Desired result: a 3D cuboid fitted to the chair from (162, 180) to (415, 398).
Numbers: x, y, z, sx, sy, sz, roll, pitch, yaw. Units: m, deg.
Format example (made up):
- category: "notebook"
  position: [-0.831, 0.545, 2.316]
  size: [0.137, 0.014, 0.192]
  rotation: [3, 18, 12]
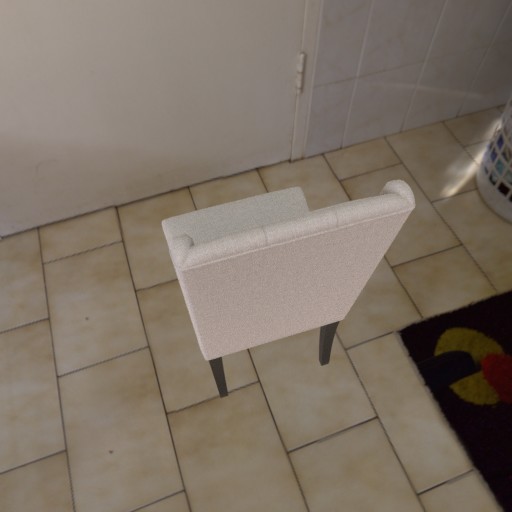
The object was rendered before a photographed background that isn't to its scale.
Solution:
- category: "chair"
  position: [0.000, 0.000, 1.262]
  size: [0.474, 0.961, 0.523]
  rotation: [-15, 59, -9]
